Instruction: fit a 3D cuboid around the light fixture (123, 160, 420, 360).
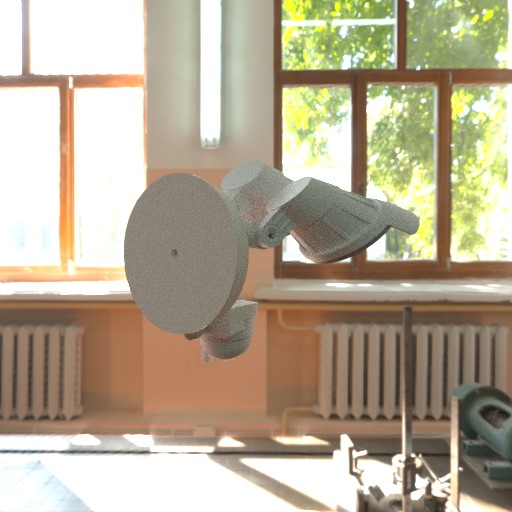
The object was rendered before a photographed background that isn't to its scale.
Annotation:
[{"bbox_3d":[0.000,0.000,0.555,0.369,0.237,0.278,0,1,36],"label":"light fixture"}]
